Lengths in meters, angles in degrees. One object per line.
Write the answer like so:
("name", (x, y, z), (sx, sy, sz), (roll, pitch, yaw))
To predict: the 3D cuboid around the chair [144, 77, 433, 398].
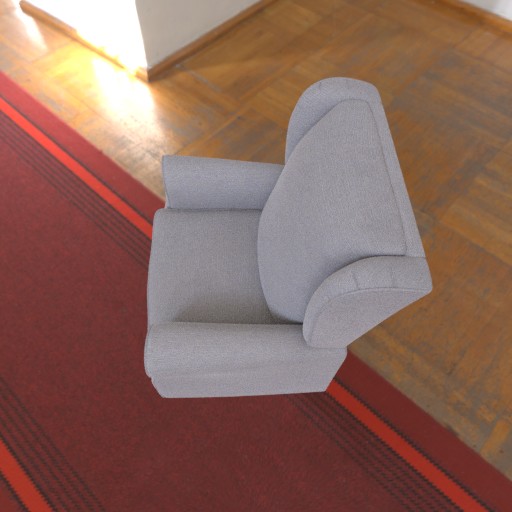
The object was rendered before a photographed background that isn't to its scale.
("chair", (0.000, 0.000, 1.660), (0.854, 0.966, 0.906), (-2, 59, -1))
